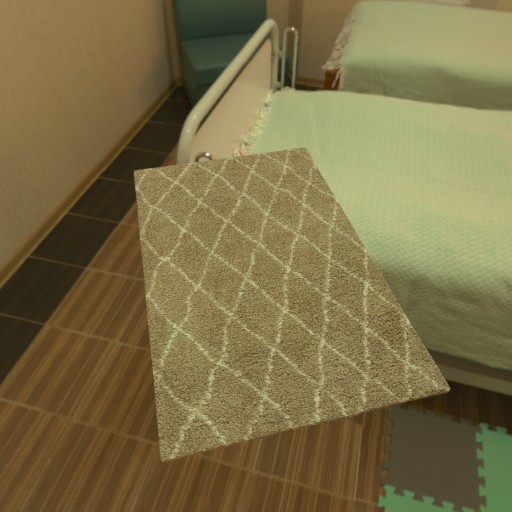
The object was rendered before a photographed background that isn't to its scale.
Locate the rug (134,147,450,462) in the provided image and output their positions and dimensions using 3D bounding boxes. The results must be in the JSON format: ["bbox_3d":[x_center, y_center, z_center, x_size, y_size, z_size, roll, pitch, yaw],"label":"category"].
[{"bbox_3d":[0.000,0.000,3.043,1.524,0.030,2.438,-10,46,-10],"label":"rug"}]
